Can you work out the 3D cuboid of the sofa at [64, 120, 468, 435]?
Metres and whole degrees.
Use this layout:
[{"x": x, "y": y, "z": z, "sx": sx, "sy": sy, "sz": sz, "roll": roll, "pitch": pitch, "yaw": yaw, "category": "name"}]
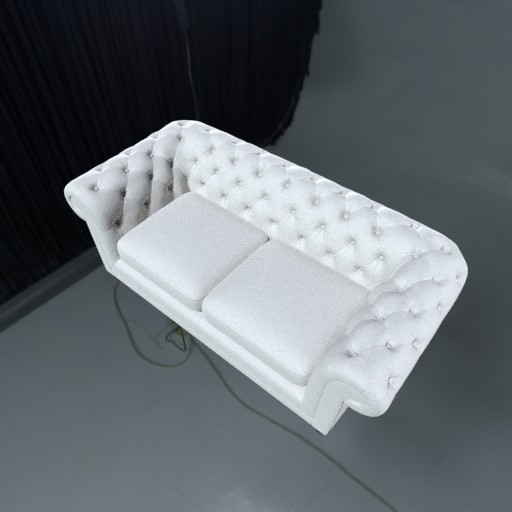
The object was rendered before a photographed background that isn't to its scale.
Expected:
[{"x": 0.000, "y": 0.000, "z": 2.479, "sx": 1.998, "sy": 0.764, "sz": 0.986, "roll": 31, "pitch": 54, "yaw": 25, "category": "sofa"}]
